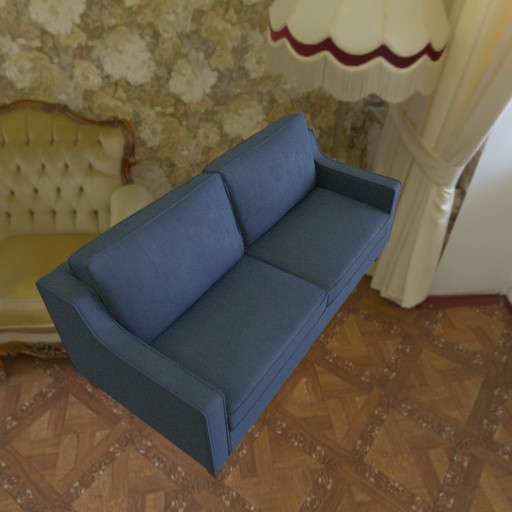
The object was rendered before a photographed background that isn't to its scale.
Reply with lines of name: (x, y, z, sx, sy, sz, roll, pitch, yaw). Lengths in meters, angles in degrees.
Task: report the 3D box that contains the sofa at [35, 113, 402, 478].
sofa: (0.000, 0.000, 2.777, 1.066, 1.071, 2.178, 24, 46, 26)
